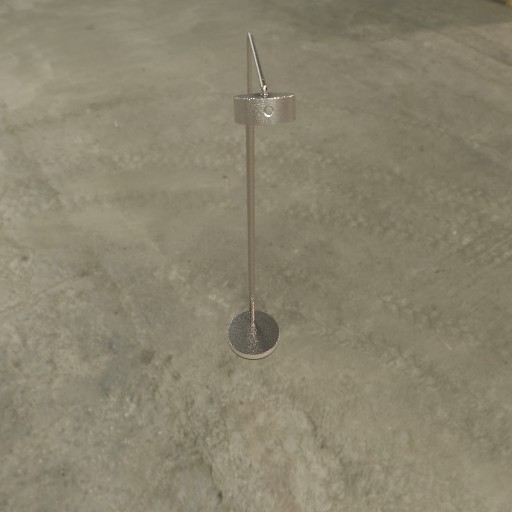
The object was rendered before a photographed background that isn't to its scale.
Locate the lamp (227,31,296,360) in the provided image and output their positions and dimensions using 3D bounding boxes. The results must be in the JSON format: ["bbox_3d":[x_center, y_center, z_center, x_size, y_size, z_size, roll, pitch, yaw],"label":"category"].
[{"bbox_3d":[0.000,0.000,1.377,0.222,1.250,0.421,-5,48,-4],"label":"lamp"}]
